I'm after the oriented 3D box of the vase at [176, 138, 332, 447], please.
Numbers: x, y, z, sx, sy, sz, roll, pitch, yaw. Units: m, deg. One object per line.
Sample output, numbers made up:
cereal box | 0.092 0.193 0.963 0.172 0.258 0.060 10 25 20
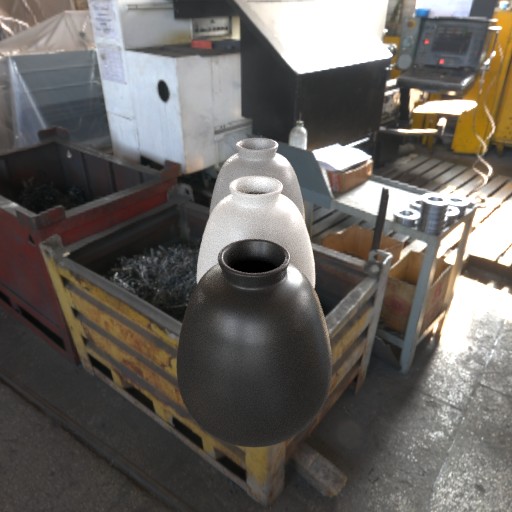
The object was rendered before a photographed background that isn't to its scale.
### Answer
vase | 0.000 0.000 0.357 0.097 0.122 0.297 0 31 1
